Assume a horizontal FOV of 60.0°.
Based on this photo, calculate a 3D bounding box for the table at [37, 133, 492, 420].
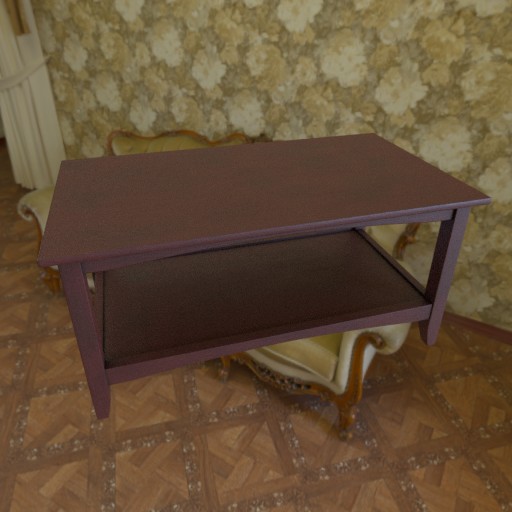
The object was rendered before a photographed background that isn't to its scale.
[{"bbox_3d":[0.000,0.000,1.212,0.943,0.456,0.533,-9,33,-14],"label":"table"}]
